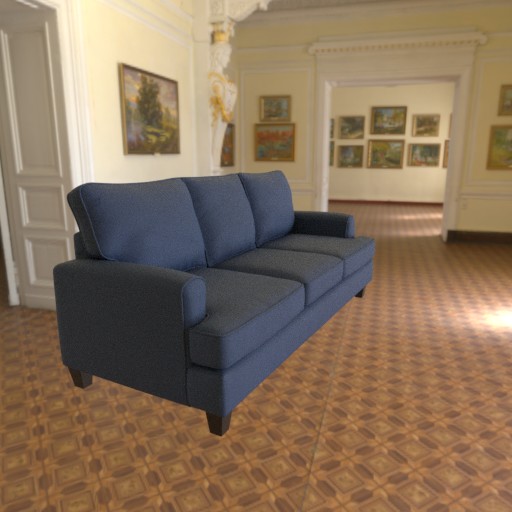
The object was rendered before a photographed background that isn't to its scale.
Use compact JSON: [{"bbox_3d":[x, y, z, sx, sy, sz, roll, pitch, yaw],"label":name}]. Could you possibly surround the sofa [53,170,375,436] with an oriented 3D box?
[{"bbox_3d":[0.000,0.000,2.692,0.951,0.965,2.158,7,15,28],"label":"sofa"}]
